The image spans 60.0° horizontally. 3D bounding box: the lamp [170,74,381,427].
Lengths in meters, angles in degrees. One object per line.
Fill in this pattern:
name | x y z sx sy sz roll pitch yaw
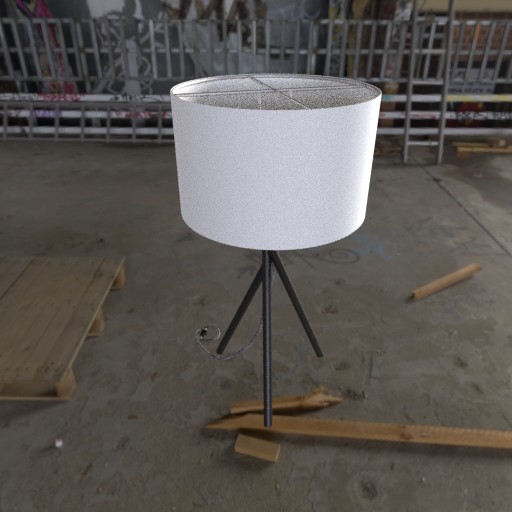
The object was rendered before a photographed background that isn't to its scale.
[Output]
lamp | 0.000 0.000 0.934 0.422 0.674 0.353 10 31 17
